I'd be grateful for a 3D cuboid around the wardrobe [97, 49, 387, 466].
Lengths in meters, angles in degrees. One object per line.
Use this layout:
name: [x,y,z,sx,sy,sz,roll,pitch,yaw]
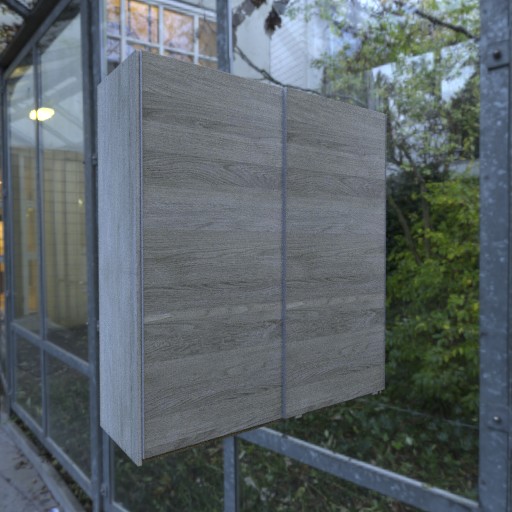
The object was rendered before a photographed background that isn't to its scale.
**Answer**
wardrobe: [0.000,0.000,2.819,1.780,1.960,0.629,-1,2,-36]
